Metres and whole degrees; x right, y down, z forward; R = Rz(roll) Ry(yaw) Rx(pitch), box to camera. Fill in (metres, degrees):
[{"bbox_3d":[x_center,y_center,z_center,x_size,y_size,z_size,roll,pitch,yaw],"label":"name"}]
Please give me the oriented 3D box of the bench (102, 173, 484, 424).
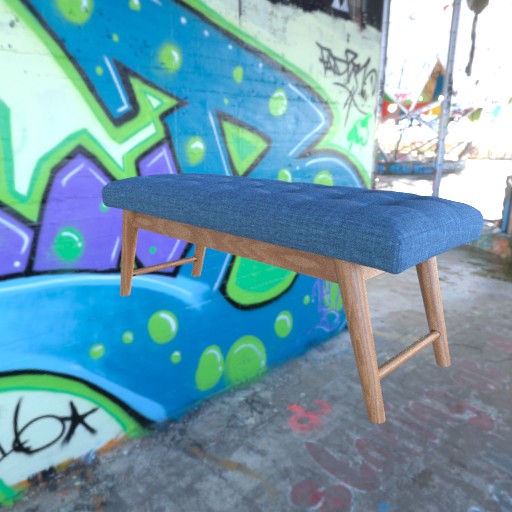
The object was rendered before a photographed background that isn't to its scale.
[{"bbox_3d":[0.000,0.000,1.324,0.406,0.432,1.118,-15,21,-43],"label":"bench"}]
